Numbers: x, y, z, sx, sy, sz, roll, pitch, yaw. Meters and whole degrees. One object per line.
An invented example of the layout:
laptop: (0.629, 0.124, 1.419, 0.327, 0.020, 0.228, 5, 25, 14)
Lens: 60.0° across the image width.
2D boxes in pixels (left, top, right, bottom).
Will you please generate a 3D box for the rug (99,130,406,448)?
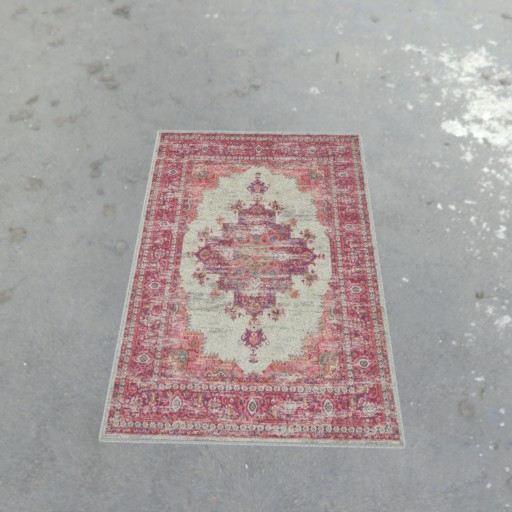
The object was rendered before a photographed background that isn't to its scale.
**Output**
rug: (0.000, 0.000, 2.205, 1.217, 0.011, 1.747, 1, 59, 1)
